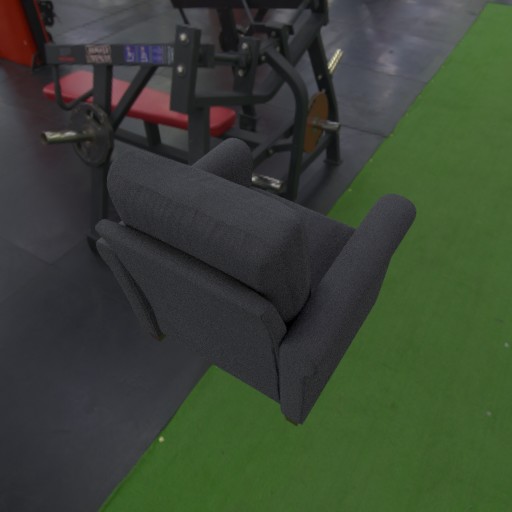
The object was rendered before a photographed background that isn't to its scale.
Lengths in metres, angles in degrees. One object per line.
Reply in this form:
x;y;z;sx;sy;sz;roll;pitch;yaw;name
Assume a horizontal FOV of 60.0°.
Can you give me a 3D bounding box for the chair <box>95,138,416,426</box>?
0.000;0.000;1.622;0.867;0.942;0.828;25;50;23;chair
